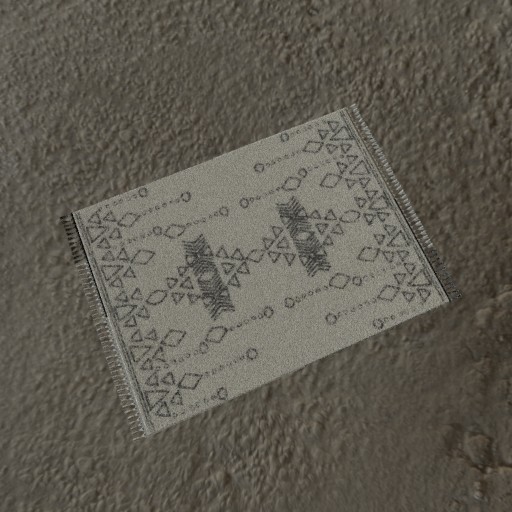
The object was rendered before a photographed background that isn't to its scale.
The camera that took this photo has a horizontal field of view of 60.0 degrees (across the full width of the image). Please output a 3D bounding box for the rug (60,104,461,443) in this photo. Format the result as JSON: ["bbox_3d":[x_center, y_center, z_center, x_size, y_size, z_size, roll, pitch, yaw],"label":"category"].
[{"bbox_3d":[0.000,0.000,3.032,2.312,0.013,1.600,-22,76,-6],"label":"rug"}]
